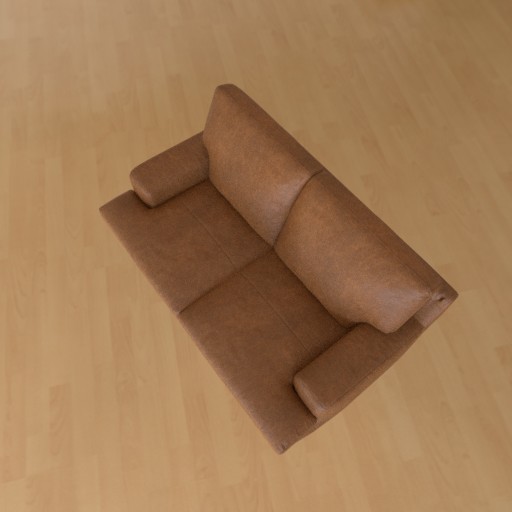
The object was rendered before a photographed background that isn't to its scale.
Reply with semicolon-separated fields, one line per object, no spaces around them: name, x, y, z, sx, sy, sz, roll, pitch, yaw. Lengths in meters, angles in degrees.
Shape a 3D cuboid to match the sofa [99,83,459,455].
sofa;0.000;0.000;2.582;1.144;0.966;1.880;-35;68;-16
